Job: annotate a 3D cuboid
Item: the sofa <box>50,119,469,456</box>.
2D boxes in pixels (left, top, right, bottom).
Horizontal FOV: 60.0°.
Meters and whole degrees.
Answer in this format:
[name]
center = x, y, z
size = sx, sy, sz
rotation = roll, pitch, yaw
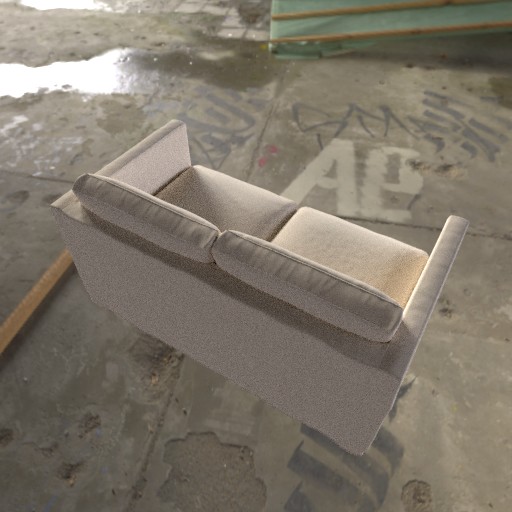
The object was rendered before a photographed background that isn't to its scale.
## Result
[sofa]
center = 0.000, 0.000, 2.250
size = 1.746, 0.834, 0.962
rotation = 24, 51, 21
